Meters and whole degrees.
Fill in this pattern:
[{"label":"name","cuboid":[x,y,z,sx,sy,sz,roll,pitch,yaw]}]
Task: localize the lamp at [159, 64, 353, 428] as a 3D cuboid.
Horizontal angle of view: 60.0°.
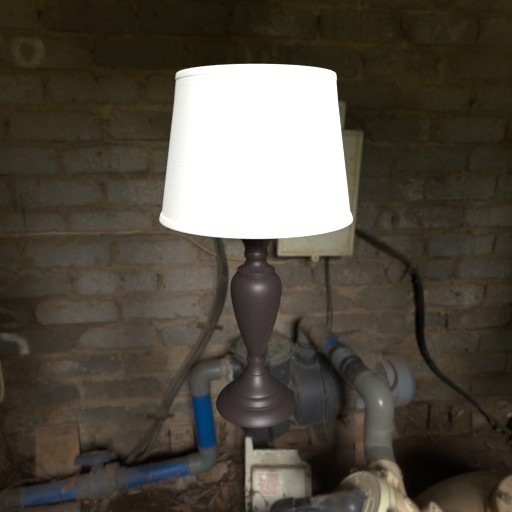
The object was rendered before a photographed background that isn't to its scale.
[{"label":"lamp","cuboid":[0.000,0.000,0.804,0.335,0.611,0.335,0,16,0]}]
